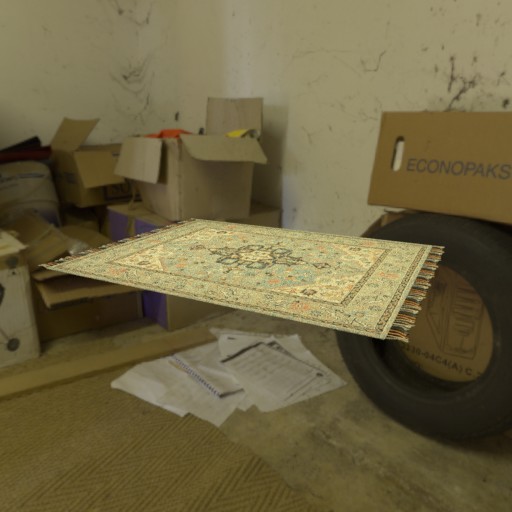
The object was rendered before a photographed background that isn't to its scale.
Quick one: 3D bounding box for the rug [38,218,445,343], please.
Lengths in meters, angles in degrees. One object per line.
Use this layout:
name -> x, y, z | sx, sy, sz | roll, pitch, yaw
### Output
rug -> 0.000, 0.000, 3.538 | 2.651, 0.010, 1.971 | 8, 18, 26
